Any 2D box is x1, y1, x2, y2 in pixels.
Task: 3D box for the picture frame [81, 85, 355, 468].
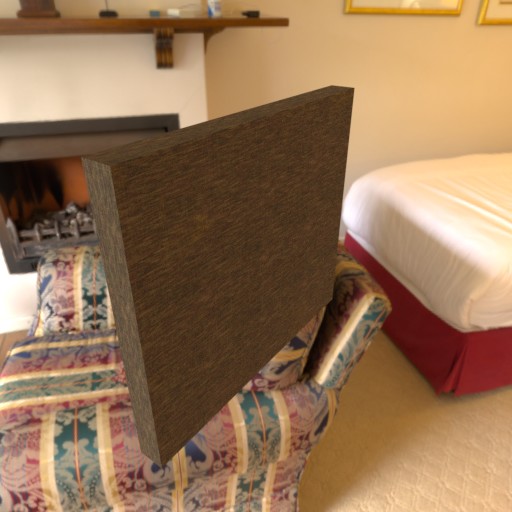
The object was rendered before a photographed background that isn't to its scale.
[{"bbox_3d":[0.000,0.000,0.525,0.033,0.330,0.378,20,36,31],"label":"picture frame"}]
